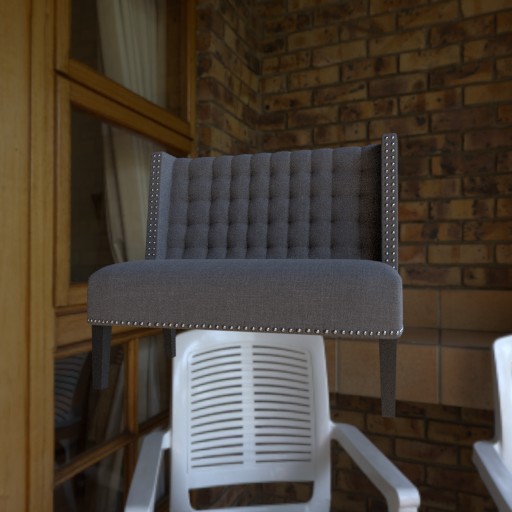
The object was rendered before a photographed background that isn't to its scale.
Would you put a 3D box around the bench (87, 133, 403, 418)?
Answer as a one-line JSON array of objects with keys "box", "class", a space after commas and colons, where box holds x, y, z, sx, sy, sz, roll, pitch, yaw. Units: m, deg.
[{"box": [0.000, 0.000, 2.048, 1.276, 1.121, 0.842, 0, -1, 17], "class": "bench"}]
